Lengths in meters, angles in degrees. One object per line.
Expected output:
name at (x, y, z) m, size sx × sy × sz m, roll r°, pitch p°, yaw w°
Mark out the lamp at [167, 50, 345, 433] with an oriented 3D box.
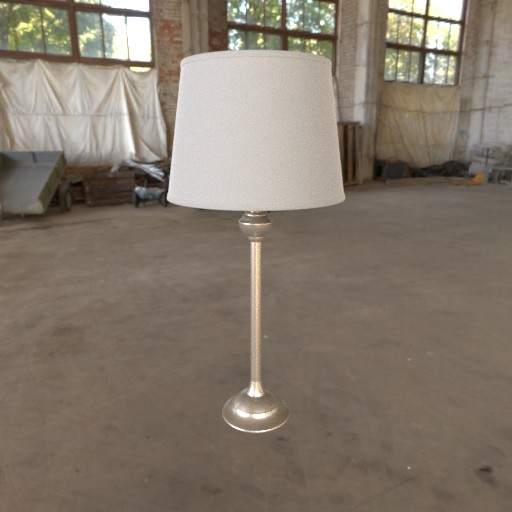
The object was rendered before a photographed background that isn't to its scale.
lamp at (0.000, 0.000, 0.869) m, size 0.331 × 0.698 × 0.331 m, roll 0°, pitch 15°, yaw 0°
